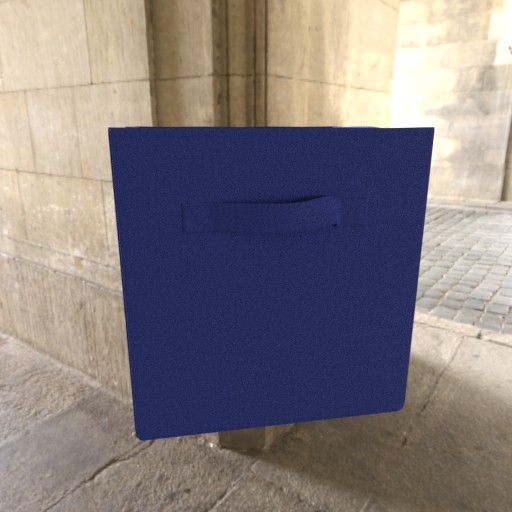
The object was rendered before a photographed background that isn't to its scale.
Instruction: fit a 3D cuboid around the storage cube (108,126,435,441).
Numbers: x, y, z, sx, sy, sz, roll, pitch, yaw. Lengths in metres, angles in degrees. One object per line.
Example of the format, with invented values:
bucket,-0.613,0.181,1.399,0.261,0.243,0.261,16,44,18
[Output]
storage cube,0.000,0.000,0.499,0.270,0.280,0.270,-3,17,-10
